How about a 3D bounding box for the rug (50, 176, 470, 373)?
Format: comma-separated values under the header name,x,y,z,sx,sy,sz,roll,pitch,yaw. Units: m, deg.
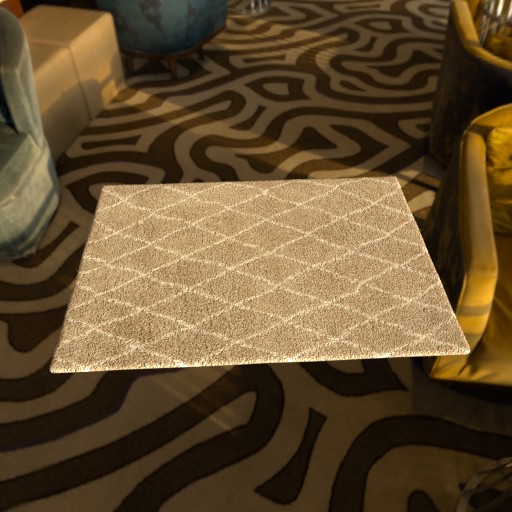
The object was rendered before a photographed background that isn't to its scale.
name,x,y,z,sx,sy,sz,roll,pitch,yaw
rug,0.000,0.000,2.275,1.778,0.030,1.219,-2,48,-2
